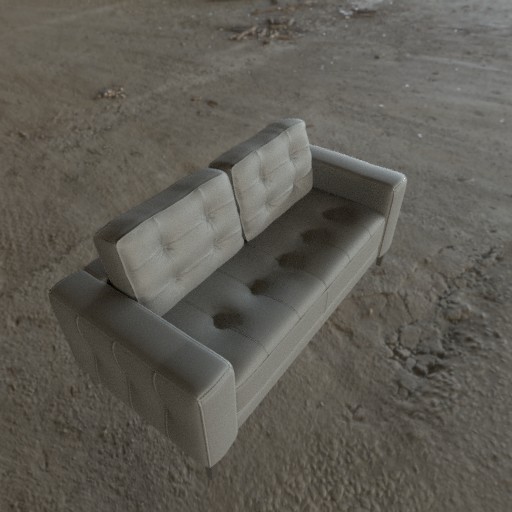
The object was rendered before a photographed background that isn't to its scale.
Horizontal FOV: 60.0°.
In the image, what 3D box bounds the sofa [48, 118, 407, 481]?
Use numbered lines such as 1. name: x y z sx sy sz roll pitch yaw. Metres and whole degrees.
1. sofa: 0.000 0.000 2.193 0.833 0.893 1.726 26 47 27
